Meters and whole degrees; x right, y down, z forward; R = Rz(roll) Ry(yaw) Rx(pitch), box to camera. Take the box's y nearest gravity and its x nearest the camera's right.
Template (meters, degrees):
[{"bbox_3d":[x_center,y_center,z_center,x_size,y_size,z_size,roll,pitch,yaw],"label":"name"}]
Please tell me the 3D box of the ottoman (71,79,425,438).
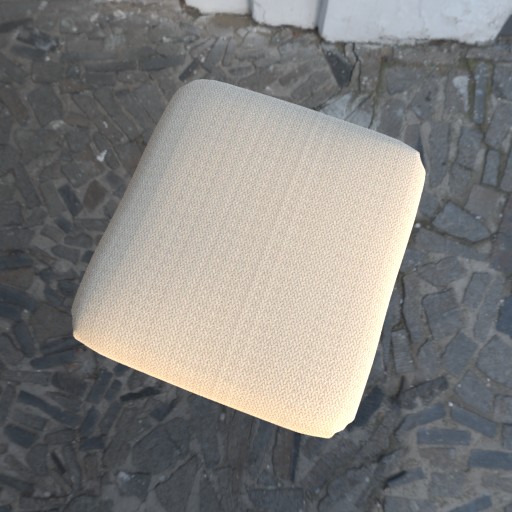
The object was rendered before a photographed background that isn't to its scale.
[{"bbox_3d":[0.000,0.000,1.091,0.622,0.447,0.684,20,76,5],"label":"ottoman"}]
